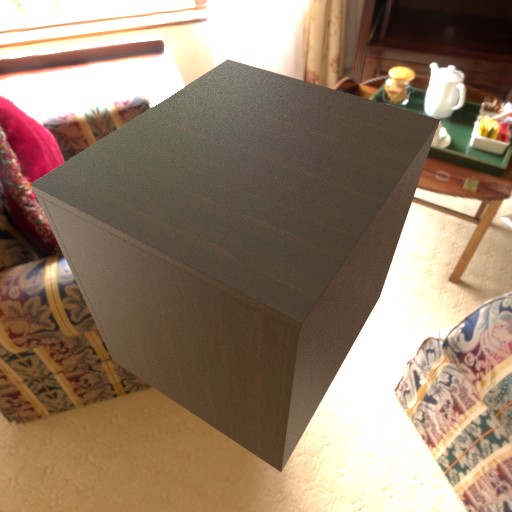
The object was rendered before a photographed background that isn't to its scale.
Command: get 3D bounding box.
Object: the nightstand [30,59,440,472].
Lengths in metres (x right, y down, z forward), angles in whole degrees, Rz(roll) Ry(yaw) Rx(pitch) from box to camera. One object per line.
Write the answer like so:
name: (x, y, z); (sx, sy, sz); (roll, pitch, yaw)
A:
nightstand: (0.000, 0.000, 0.801); (0.400, 0.460, 0.461); (25, 52, 21)
